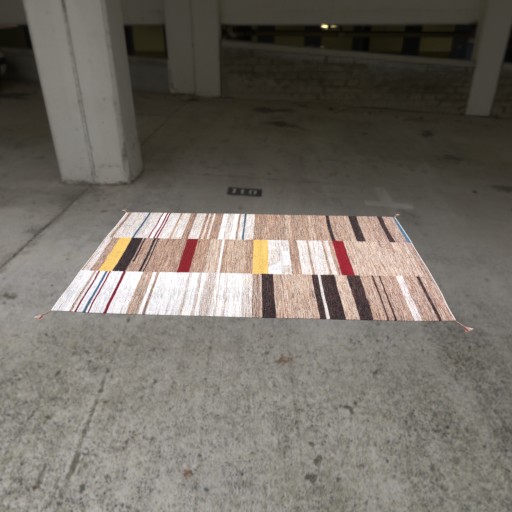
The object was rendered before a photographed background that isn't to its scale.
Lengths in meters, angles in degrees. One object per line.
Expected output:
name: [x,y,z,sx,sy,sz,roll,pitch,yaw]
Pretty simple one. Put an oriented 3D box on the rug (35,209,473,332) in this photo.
rug: [0.000,0.000,2.464,1.918,0.007,1.268,1,29,2]
